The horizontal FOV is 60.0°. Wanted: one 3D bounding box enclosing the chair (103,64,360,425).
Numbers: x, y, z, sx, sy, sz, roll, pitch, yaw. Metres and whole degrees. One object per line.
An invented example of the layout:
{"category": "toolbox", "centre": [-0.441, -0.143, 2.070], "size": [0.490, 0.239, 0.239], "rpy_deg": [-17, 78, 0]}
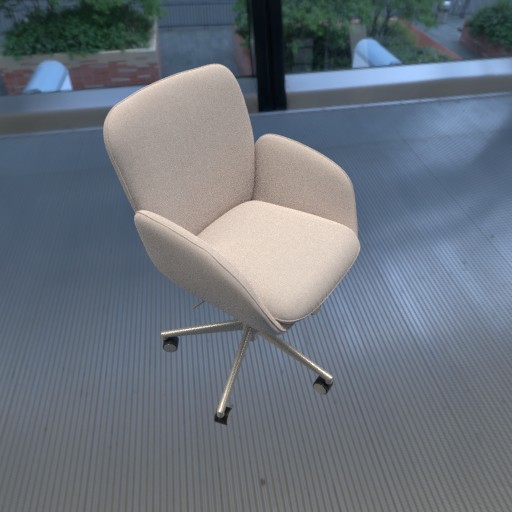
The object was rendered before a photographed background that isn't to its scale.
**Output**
{"category": "chair", "centre": [0.000, 0.000, 1.368], "size": [0.633, 0.959, 0.648], "rpy_deg": [25, 48, 26]}
